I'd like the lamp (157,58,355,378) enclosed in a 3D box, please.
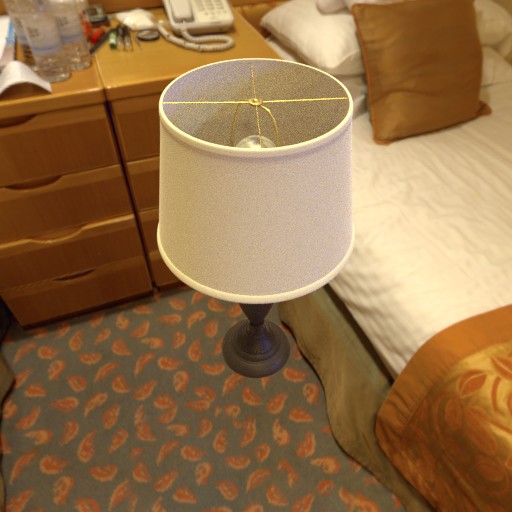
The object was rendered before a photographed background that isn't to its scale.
[{"bbox_3d":[0.000,0.000,0.812,0.335,0.611,0.335,0,46,0],"label":"lamp"}]
